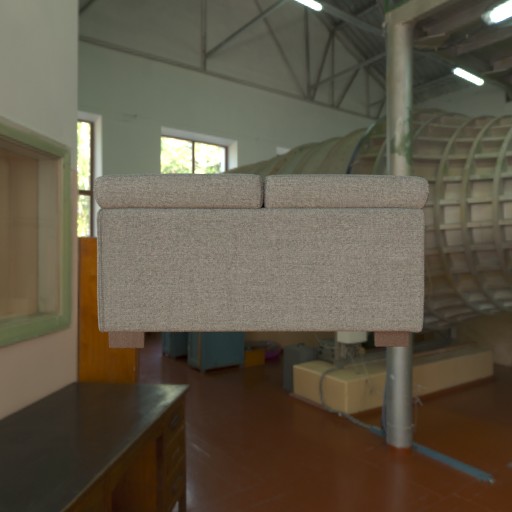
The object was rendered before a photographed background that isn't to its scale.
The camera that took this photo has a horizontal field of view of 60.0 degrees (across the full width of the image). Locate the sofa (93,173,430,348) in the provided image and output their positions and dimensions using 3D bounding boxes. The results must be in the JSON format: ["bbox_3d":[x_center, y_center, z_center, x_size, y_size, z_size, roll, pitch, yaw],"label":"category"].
[{"bbox_3d":[0.000,0.000,1.644,0.817,0.434,1.250,0,0,-1],"label":"sofa"}]
